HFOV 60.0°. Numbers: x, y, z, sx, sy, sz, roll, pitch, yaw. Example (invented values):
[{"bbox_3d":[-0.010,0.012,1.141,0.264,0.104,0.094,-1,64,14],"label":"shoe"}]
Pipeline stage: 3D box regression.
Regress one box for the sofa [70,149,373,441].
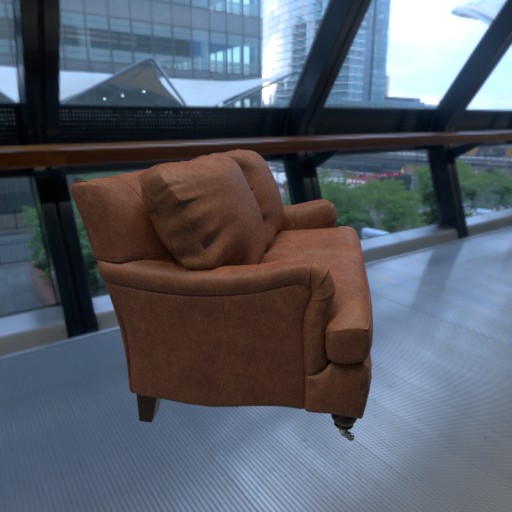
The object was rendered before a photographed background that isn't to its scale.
[{"bbox_3d":[0.000,0.000,2.214,1.077,1.004,1.527,3,16,10],"label":"sofa"}]
